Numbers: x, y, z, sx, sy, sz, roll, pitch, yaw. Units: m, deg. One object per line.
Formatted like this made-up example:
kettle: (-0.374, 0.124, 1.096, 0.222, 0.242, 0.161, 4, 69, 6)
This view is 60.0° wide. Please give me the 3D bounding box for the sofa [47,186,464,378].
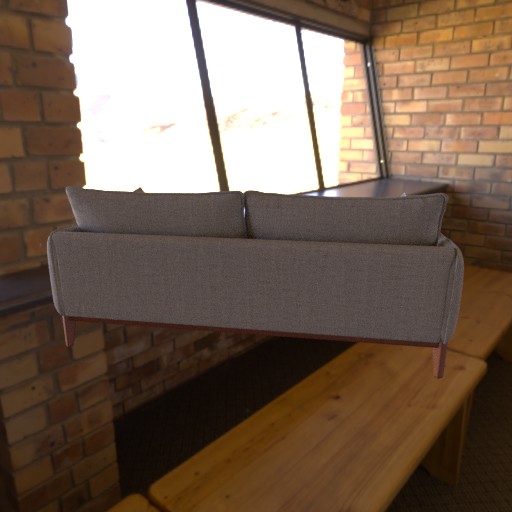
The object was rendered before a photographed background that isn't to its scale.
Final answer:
sofa: (0.000, 0.000, 2.501, 1.989, 0.851, 0.972, 3, 16, 9)
